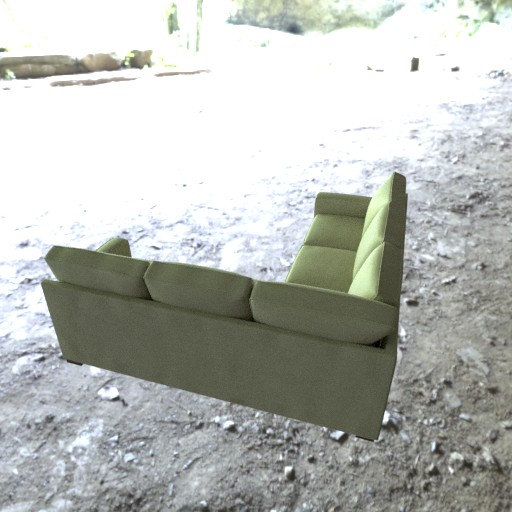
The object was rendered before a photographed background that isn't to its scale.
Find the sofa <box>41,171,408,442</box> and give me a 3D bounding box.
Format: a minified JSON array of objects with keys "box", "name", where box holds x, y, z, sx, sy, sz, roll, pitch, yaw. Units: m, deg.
[{"box":[0.000,0.000,3.512,2.189,0.939,2.182,10,33,15],"name":"sofa"}]
